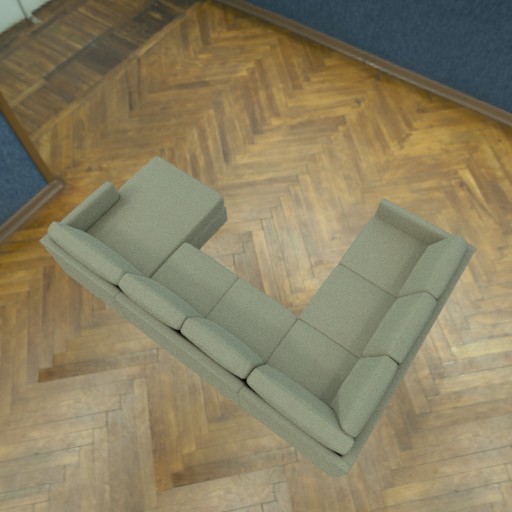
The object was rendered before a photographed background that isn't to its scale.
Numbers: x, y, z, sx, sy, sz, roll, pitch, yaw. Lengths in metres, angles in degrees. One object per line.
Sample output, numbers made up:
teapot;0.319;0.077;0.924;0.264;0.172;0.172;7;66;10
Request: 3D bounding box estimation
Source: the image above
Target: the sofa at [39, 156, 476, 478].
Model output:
sofa;0.000;0.000;4.460;3.460;0.882;2.427;33;66;17
